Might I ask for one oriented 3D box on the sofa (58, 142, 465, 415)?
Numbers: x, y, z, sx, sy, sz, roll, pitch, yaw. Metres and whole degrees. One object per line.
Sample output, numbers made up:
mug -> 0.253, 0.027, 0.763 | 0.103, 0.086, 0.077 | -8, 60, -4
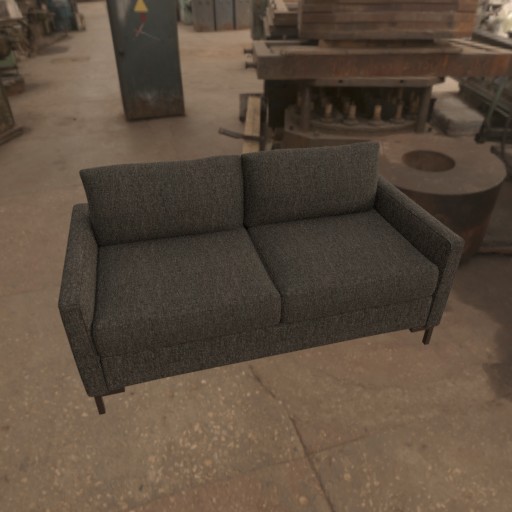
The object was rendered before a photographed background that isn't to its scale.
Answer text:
sofa -> 0.000, 0.000, 2.190 | 1.716, 0.862, 0.866 | -9, 34, -13
